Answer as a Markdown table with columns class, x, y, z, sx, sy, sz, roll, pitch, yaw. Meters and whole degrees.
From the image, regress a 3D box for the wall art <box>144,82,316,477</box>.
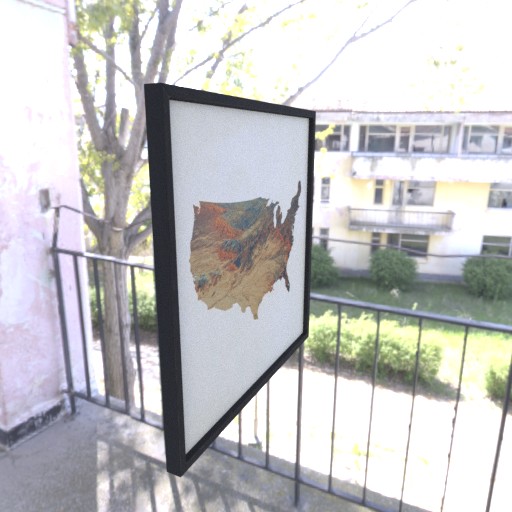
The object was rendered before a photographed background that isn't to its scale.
| class | x | y | z | sx | sy | sz | roll | pitch | yaw |
| --- | --- | --- | --- | --- | --- | --- | --- | --- | --- |
| wall art | 0.000 | 0.000 | 0.460 | 0.015 | 0.303 | 0.304 | 7 | 16 | 26 |
